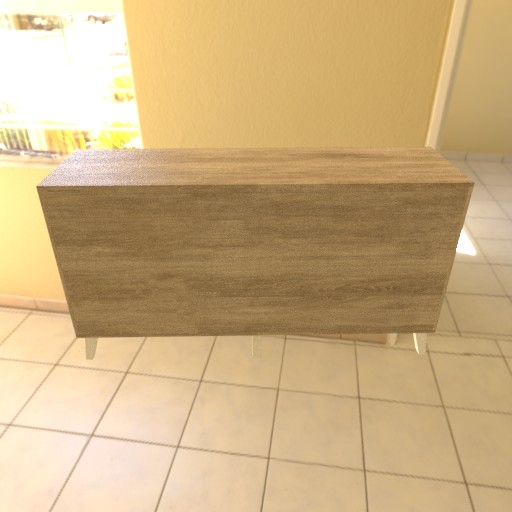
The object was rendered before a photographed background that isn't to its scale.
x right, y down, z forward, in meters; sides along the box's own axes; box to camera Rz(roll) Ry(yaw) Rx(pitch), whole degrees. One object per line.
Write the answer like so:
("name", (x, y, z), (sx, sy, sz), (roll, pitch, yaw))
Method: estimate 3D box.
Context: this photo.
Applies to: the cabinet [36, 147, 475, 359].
("cabinet", (0.000, 0.000, 2.030), (1.600, 0.870, 0.450), (-1, 30, -1))
